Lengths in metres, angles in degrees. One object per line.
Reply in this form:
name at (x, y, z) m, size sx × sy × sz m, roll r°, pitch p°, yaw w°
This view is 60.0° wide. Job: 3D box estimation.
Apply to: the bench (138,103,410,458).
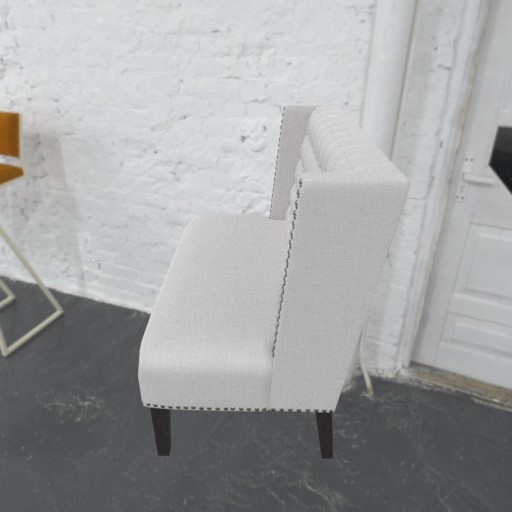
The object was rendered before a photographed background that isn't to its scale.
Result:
bench at (0.000, 0.000, 1.991) m, size 0.847 × 1.123 × 1.280 m, roll 0°, pitch 28°, yaw 1°
